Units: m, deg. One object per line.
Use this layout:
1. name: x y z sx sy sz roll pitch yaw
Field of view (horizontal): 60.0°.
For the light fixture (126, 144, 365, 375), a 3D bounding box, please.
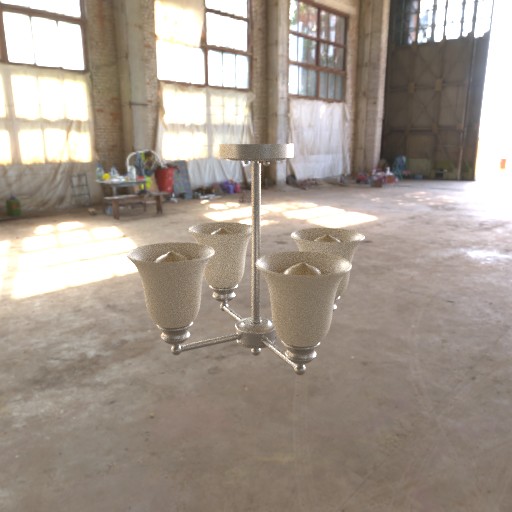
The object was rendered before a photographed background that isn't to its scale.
1. light fixture: 0.000 0.000 0.756 0.427 0.370 0.427 -7 16 -26
